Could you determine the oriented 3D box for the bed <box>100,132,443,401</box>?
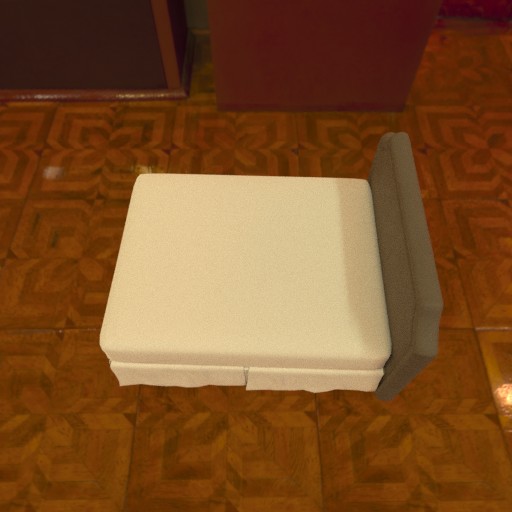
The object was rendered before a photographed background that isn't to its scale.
[{"bbox_3d":[0.000,0.000,3.402,2.181,1.297,1.831,2,59,1],"label":"bed"}]
